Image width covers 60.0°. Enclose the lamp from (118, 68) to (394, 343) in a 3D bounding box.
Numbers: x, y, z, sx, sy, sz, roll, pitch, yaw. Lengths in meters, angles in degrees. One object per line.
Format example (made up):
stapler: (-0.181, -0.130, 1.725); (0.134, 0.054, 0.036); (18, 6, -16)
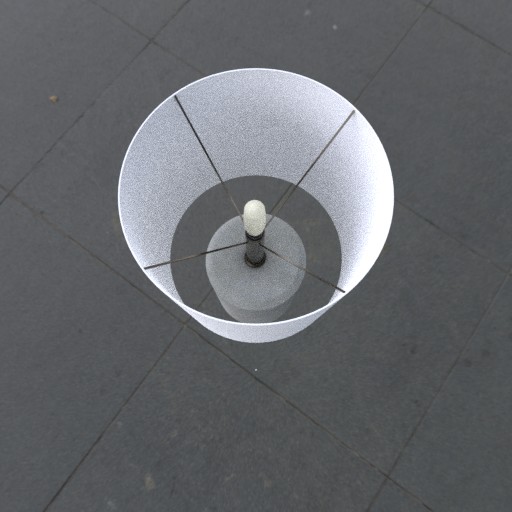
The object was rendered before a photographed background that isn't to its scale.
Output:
lamp: (0.000, 0.000, 0.533); (0.206, 0.416, 0.206); (-38, 79, -9)
